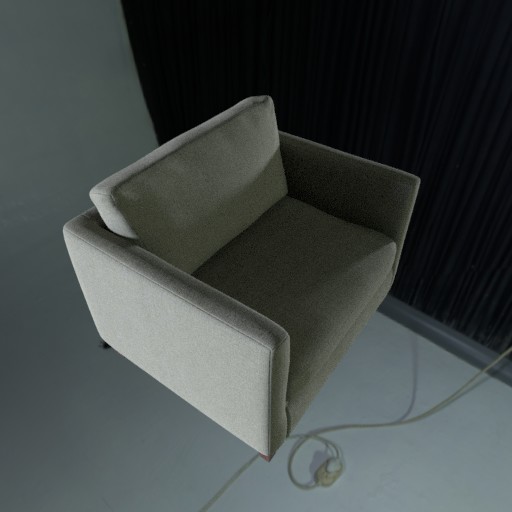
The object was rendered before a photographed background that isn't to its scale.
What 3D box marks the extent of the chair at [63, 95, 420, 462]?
[{"bbox_3d":[0.000,0.000,1.856,0.959,0.963,1.107,26,48,26],"label":"chair"}]
